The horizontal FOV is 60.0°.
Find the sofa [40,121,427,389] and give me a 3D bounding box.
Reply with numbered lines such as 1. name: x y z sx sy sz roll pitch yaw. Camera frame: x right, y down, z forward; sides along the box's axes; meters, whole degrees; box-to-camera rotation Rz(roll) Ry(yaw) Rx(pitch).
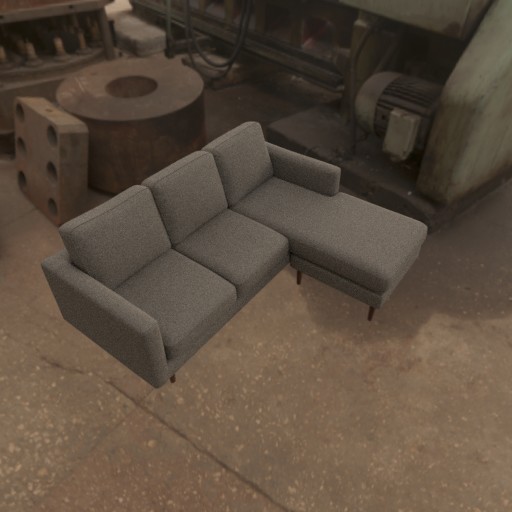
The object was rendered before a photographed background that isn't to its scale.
1. sofa: 0.000 0.000 3.003 1.667 0.957 2.055 26 48 27
